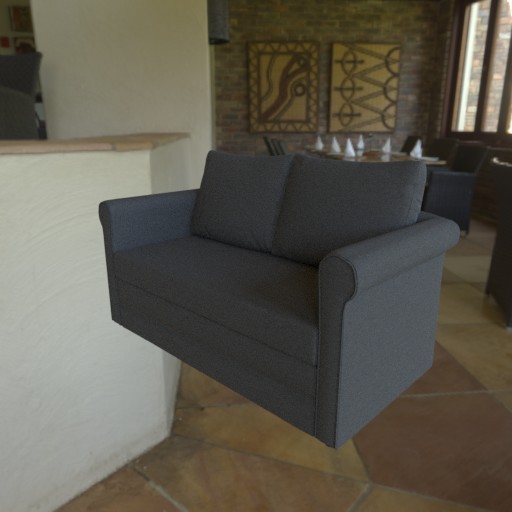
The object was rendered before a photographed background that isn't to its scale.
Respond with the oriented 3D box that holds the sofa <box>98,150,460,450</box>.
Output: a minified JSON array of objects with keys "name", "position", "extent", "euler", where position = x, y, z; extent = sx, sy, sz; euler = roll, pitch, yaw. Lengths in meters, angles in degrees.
[{"name":"sofa","position":[0.000,0.000,1.971],"extent":[1.460,0.872,0.741],"euler":[15,22,42]}]
